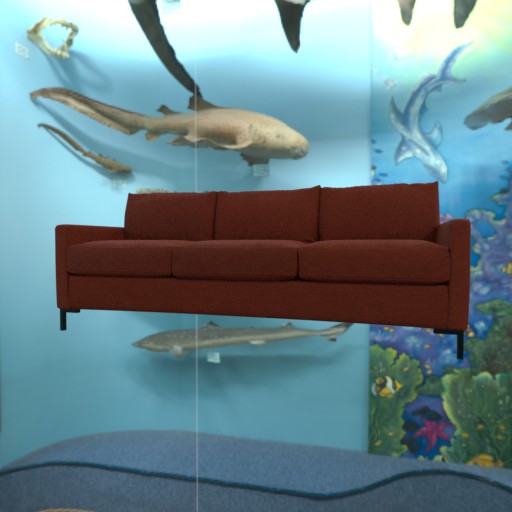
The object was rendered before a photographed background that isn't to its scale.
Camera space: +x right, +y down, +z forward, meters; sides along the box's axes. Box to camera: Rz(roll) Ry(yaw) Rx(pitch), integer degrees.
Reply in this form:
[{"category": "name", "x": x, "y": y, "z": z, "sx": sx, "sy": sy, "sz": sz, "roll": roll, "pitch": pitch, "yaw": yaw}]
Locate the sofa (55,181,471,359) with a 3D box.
[{"category": "sofa", "x": 0.000, "y": 0.000, "z": 2.657, "sx": 2.252, "sy": 0.879, "sz": 0.875, "roll": 1, "pitch": 2, "yaw": 17}]
